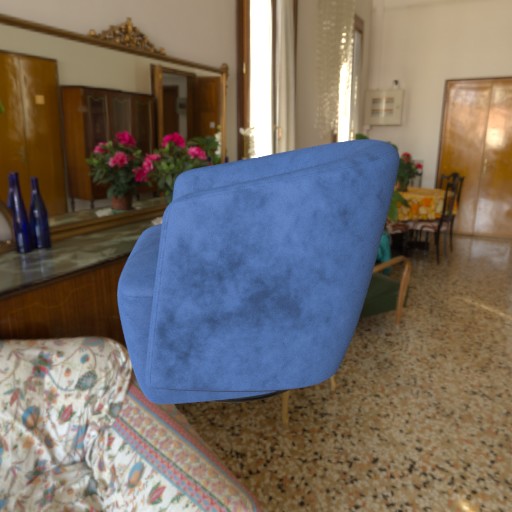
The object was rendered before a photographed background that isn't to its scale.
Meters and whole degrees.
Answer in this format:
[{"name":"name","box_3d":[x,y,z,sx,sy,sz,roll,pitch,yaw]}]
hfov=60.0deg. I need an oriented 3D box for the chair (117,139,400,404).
[{"name":"chair","box_3d":[0.000,0.000,1.372,0.767,0.698,0.773,-2,15,-8]}]
